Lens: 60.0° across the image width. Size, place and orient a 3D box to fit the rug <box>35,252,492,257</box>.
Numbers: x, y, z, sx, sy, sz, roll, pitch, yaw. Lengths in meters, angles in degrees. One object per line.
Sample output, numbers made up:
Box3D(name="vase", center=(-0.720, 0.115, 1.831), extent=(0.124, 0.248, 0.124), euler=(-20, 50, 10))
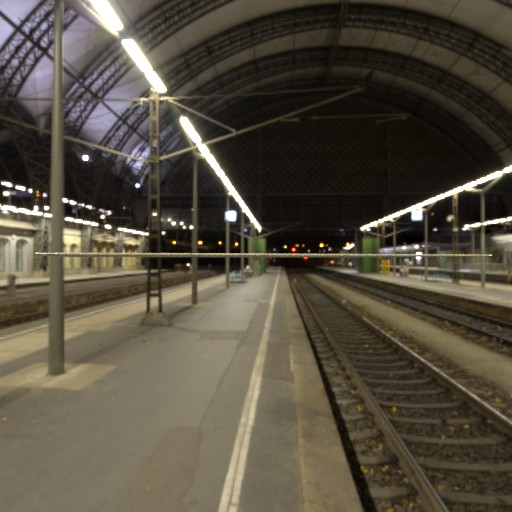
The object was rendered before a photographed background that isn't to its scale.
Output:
Box3D(name="rug", center=(0.000, 0.000, 2.959), extent=(2.438, 0.010, 1.524), euler=(0, -1, -18))
